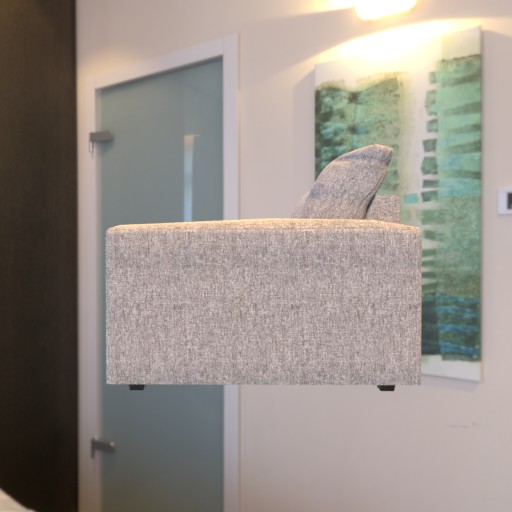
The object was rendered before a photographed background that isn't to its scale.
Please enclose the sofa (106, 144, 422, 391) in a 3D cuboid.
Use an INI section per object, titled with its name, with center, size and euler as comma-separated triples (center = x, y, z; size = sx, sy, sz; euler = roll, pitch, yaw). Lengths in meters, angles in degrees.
[sofa]
center = 0.000, 0.000, 2.307
size = 1.094, 0.877, 1.758
euler = 0, 1, 1
